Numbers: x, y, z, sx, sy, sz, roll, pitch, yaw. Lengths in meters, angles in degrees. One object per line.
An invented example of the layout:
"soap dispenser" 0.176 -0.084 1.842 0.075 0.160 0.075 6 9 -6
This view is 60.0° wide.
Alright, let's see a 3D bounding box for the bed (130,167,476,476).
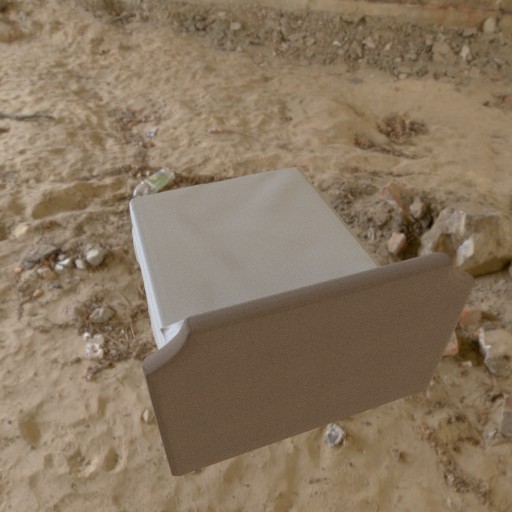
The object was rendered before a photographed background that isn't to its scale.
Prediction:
"bed" 0.000 0.000 3.233 1.828 1.303 2.164 -13 43 -14
